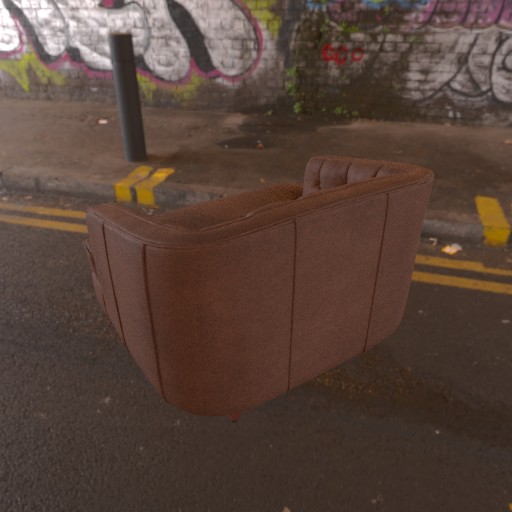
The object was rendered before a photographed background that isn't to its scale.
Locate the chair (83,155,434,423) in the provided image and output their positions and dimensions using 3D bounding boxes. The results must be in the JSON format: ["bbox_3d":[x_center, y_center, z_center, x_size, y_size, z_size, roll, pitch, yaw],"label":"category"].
[{"bbox_3d":[0.000,0.000,1.743,1.118,0.787,0.914,-19,35,-29],"label":"chair"}]
